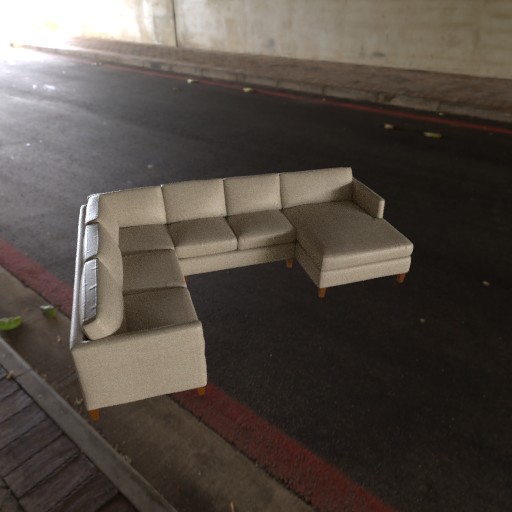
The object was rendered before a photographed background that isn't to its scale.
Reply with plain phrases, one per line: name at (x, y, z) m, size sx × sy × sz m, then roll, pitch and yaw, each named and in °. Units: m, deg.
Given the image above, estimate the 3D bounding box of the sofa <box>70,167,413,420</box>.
sofa at (0.000, 0.000, 4.612) m, size 3.460 × 0.961 × 2.594 m, roll -9°, pitch 32°, yaw -15°
